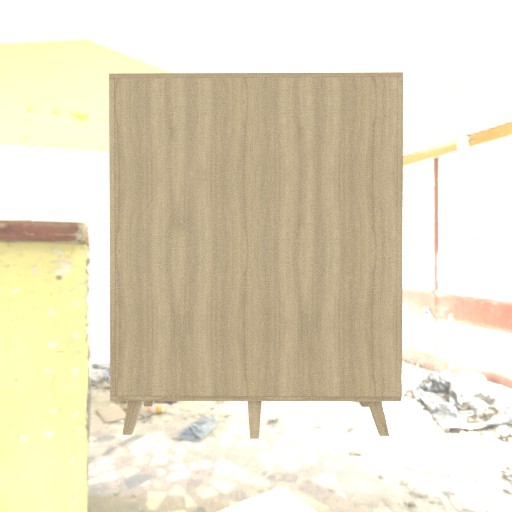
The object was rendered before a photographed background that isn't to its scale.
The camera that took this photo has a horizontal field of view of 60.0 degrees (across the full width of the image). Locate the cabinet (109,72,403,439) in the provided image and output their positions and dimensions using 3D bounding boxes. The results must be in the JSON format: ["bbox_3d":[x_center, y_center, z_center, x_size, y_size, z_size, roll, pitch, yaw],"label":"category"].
[{"bbox_3d":[0.000,0.000,1.876,1.111,1.388,0.398,0,1,1],"label":"cabinet"}]
